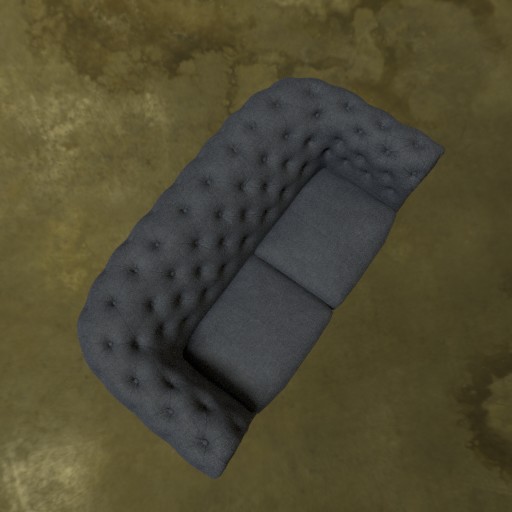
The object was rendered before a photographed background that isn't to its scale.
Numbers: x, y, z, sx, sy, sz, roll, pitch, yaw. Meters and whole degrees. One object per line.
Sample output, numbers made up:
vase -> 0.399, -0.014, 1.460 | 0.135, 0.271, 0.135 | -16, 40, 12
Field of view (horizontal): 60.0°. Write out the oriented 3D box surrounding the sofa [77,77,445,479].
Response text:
sofa -> 0.000, 0.000, 2.482 | 1.082, 0.833, 1.988 | 35, 78, 9
